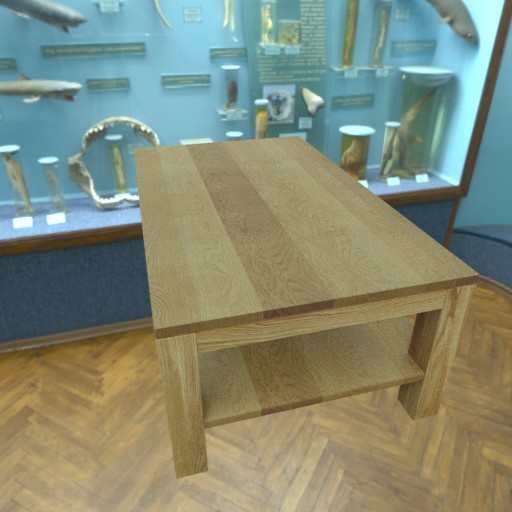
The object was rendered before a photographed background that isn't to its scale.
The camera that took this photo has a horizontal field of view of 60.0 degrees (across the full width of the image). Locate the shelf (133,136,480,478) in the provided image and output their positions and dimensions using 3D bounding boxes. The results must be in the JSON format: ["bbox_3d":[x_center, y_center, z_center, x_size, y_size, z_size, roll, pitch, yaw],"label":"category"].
[{"bbox_3d":[0.000,0.000,1.480,0.700,0.450,1.150,-8,31,-13],"label":"shelf"}]
